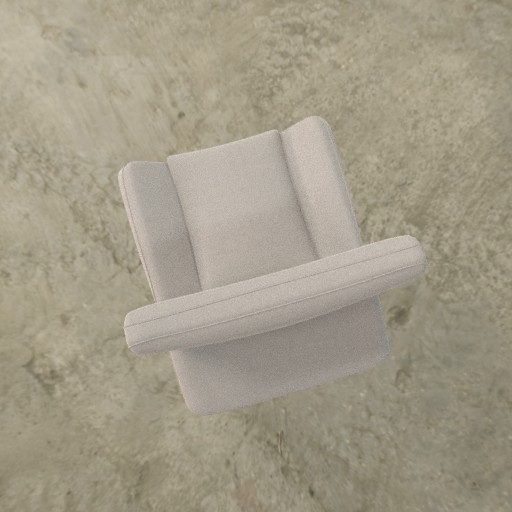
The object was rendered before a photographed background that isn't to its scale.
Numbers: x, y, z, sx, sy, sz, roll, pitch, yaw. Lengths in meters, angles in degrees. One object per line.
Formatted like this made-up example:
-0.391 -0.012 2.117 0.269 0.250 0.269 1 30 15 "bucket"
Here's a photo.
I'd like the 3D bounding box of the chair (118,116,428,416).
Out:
0.000 0.000 1.636 0.859 0.855 1.008 -15 76 -4 "chair"
